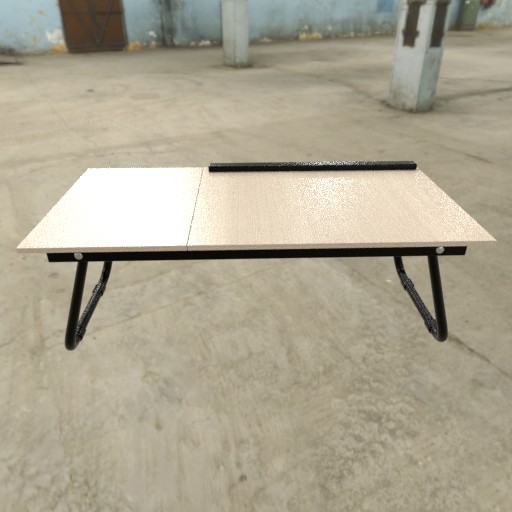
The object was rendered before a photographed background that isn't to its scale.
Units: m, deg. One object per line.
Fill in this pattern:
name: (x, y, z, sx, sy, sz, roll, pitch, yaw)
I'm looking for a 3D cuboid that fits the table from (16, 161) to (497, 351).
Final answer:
table: (0.000, 0.000, 0.783, 0.644, 0.242, 0.322, -1, 30, -2)
